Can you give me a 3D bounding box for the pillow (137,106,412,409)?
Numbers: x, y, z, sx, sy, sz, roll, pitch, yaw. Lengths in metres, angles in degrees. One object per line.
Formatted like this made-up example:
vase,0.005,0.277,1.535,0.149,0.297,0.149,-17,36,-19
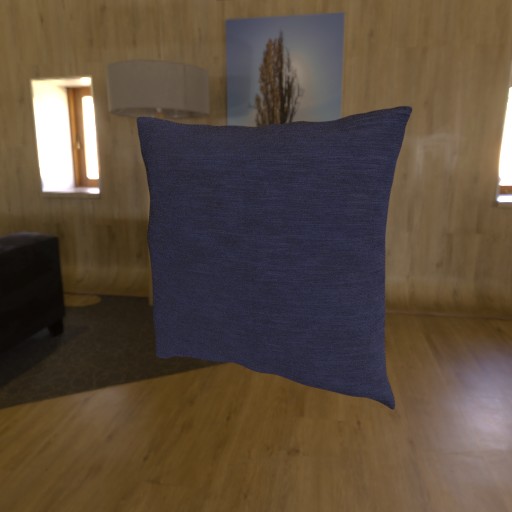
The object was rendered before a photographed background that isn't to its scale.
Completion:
pillow,0.000,0.000,0.701,0.452,0.439,0.204,6,14,26
